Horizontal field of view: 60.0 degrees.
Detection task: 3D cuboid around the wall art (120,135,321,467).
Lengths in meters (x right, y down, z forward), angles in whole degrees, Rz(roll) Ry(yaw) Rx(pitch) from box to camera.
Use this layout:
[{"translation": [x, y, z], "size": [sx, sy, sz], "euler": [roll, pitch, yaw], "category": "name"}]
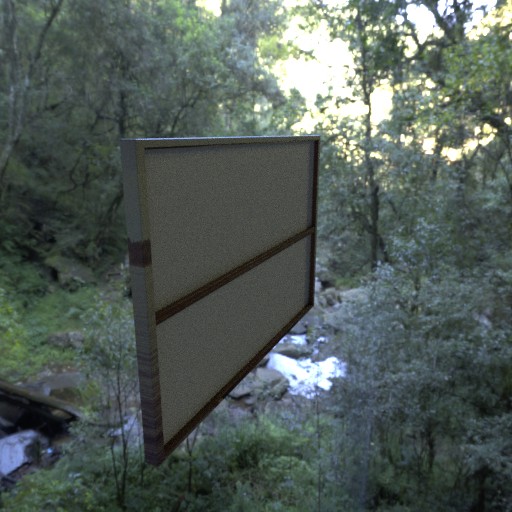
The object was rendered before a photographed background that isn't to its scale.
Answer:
[{"translation": [0.000, 0.000, 1.468], "size": [0.040, 0.765, 1.149], "euler": [8, 17, 25], "category": "wall art"}]
